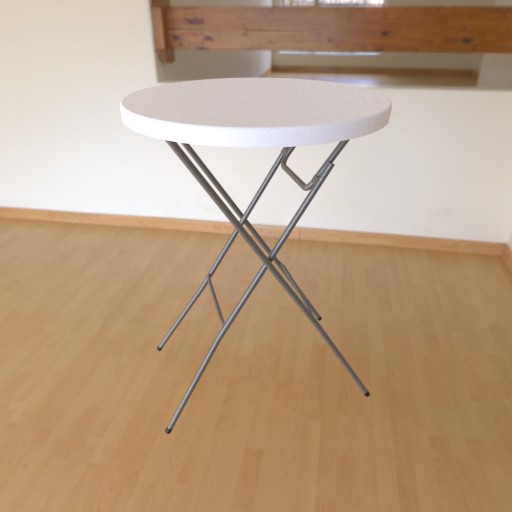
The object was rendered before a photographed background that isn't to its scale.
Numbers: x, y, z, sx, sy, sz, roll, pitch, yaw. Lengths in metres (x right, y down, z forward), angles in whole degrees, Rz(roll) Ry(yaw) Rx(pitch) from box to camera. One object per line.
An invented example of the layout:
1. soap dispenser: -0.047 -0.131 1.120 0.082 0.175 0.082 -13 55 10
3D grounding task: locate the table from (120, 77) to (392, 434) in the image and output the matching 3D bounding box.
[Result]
1. table: 0.000 0.000 1.605 0.795 1.105 0.792 -7 30 -13
